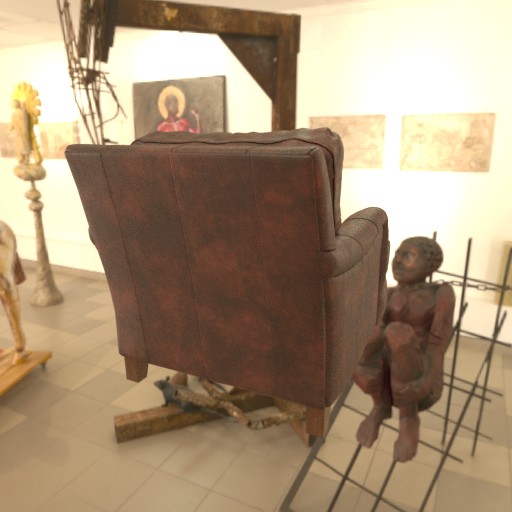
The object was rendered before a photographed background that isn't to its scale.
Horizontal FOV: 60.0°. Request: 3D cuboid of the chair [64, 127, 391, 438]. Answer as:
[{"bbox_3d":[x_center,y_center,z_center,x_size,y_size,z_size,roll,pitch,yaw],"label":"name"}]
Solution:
[{"bbox_3d":[0.000,0.000,1.905,0.987,1.051,1.156,7,17,25],"label":"chair"}]
